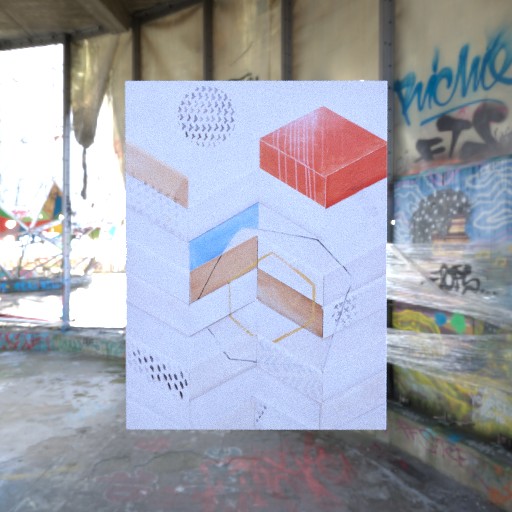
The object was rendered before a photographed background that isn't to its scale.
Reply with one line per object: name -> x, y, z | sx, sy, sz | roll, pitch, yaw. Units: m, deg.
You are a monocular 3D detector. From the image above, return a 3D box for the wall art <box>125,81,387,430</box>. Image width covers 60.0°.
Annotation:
wall art -> 0.000, 0.000, 1.572 | 0.914, 1.221, 0.046 | 0, 1, 0
